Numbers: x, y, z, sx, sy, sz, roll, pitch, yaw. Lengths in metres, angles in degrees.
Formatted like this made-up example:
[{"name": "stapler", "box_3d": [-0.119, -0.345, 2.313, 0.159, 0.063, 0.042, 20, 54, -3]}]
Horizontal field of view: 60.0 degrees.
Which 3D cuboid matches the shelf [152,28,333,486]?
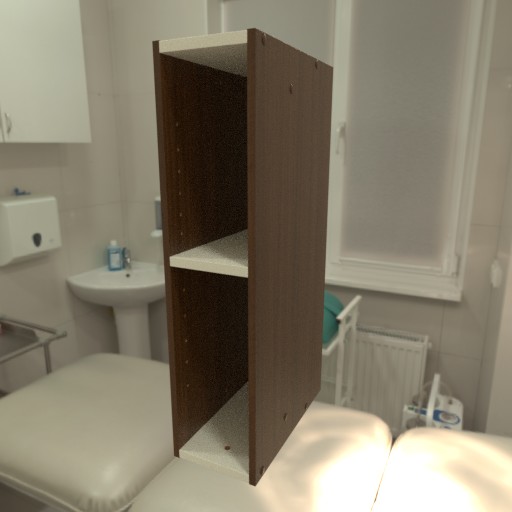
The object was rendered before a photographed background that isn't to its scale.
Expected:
[{"name": "shelf", "box_3d": [0.000, 0.000, 0.718, 0.147, 0.600, 0.290, 7, 16, 26]}]
